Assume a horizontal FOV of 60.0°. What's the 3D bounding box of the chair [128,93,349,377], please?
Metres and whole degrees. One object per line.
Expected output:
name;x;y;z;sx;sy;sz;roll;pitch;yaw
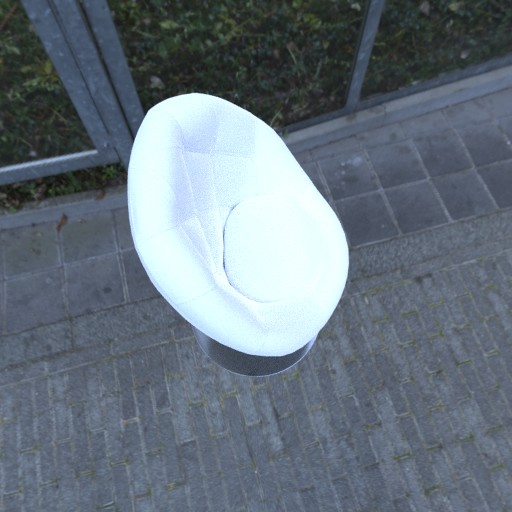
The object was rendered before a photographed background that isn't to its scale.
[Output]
chair;0.000;0.000;1.795;0.736;1.261;0.940;-2;64;-1
